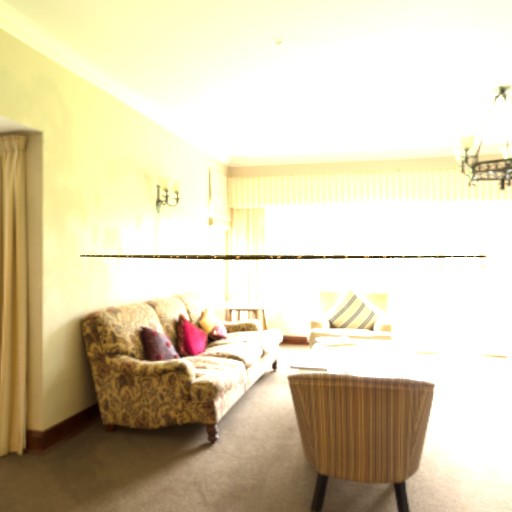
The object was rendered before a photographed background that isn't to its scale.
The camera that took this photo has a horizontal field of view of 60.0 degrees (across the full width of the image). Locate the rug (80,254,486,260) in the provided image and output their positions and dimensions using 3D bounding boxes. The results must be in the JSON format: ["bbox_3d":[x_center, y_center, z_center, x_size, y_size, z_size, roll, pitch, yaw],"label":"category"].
[{"bbox_3d":[0.000,0.000,4.126,2.439,0.022,3.047,0,0,-35],"label":"rug"}]
